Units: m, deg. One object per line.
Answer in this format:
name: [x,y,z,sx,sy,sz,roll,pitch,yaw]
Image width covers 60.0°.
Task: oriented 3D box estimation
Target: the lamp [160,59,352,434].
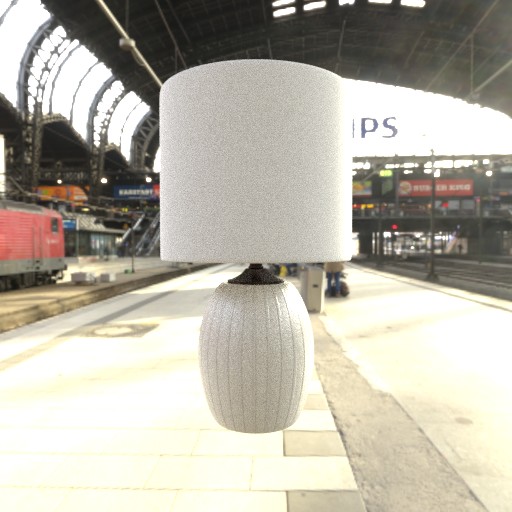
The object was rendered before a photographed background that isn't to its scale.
lamp: [0.000,0.000,0.777,0.328,0.570,0.328,0,1,0]
